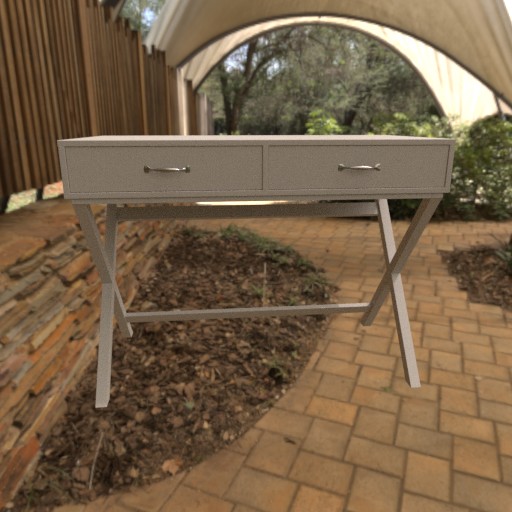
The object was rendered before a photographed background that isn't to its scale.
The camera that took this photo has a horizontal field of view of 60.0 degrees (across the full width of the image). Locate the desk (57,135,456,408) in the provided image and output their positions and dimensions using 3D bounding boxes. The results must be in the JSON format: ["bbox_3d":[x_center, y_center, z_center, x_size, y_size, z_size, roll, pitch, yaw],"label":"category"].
[{"bbox_3d":[0.000,0.000,1.508,1.057,0.780,0.525,-2,17,-6],"label":"desk"}]
